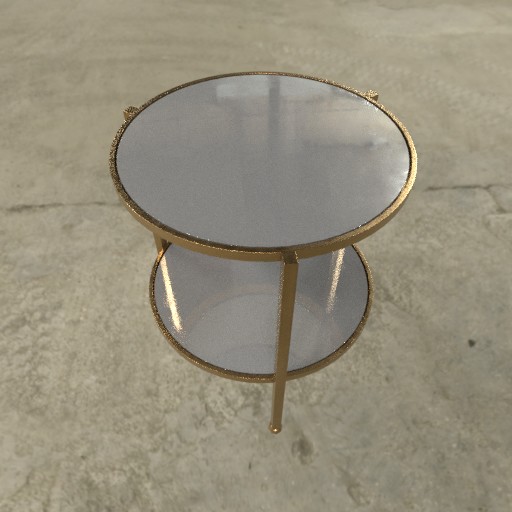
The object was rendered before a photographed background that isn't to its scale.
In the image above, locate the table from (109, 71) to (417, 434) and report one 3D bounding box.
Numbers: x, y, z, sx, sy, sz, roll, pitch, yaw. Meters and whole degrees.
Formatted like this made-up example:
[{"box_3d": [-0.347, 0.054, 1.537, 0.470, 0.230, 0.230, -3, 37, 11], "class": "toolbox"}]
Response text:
[{"box_3d": [0.000, 0.000, 0.443, 0.243, 0.269, 0.231, 17, 51, 15], "class": "table"}]
